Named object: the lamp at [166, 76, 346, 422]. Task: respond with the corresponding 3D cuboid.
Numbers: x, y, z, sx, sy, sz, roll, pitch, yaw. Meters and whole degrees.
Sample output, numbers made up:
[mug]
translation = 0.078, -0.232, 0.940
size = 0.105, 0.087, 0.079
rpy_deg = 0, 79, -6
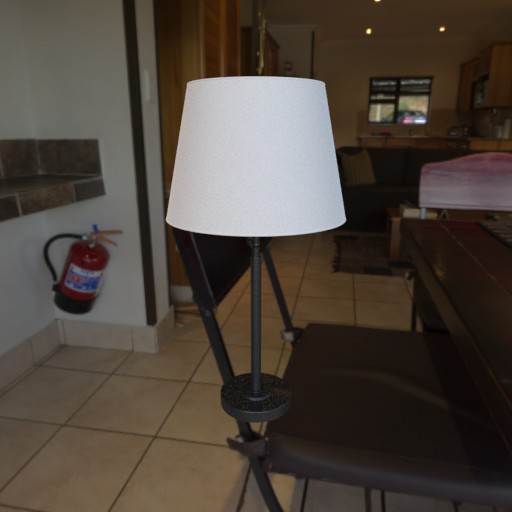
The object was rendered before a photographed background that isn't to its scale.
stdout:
[lamp]
translation = 0.000, 0.000, 0.934
size = 0.363, 0.696, 0.363
rpy_deg = 0, 16, 0
